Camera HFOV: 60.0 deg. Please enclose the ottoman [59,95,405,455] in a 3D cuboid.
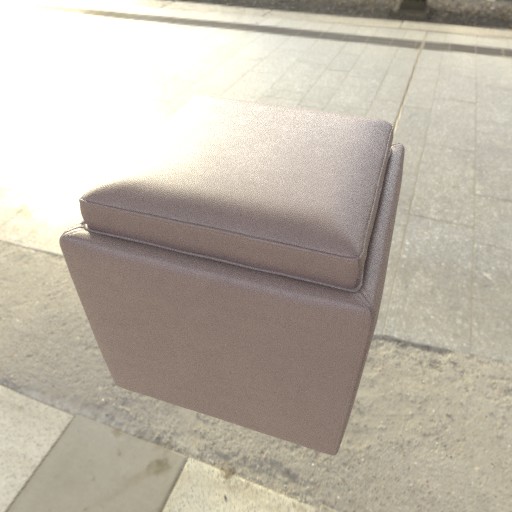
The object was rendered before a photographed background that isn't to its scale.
[{"bbox_3d":[0.000,0.000,0.815,0.451,0.460,0.450,13,43,14],"label":"ottoman"}]
